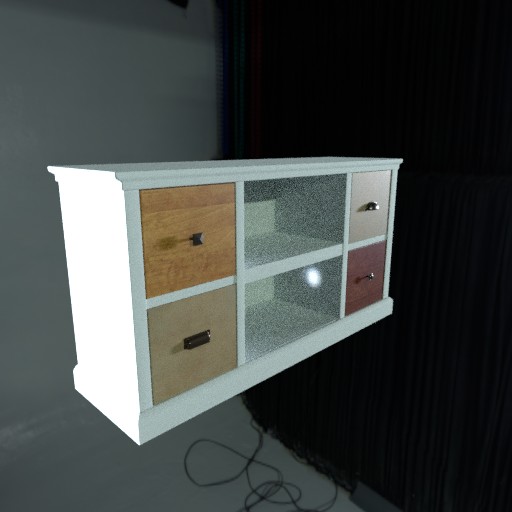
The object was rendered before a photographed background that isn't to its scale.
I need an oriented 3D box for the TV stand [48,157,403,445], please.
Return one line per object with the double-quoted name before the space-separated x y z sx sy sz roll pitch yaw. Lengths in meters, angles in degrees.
"TV stand" 0.000 0.000 1.494 1.187 0.624 0.424 -14 20 -43
